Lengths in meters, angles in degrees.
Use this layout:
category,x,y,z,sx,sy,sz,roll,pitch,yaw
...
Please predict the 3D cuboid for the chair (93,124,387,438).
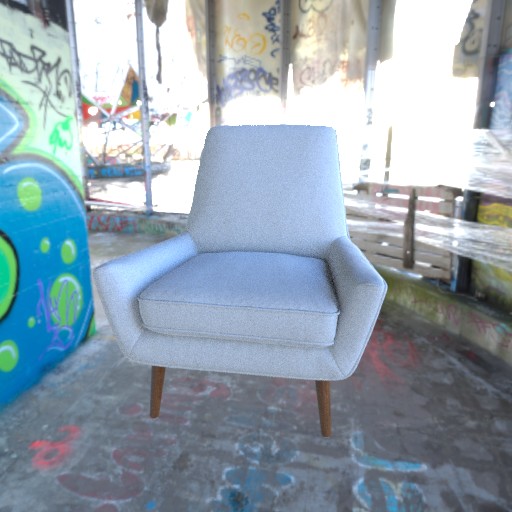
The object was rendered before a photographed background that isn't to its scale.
category,x,y,z,sx,sy,sz,roll,pitch,yaw
chair,0.000,0.000,1.525,0.787,0.888,0.822,3,15,9
